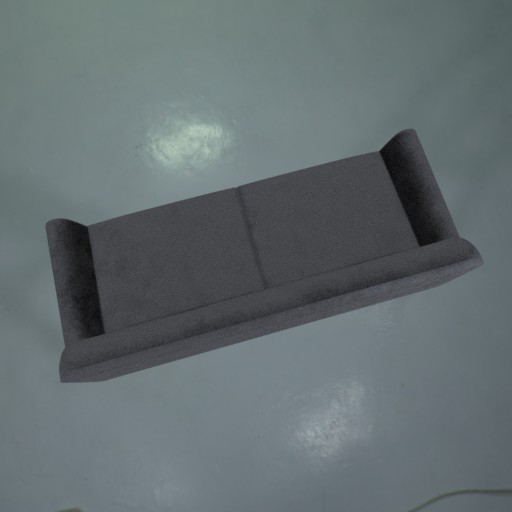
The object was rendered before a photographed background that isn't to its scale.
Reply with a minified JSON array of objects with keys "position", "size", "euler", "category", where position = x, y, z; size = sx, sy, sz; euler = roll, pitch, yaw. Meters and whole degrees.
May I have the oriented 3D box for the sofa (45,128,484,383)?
[{"position":[0.000,0.000,2.622],"size":[2.190,0.740,0.900],"euler":[-15,75,-4],"category":"sofa"}]
